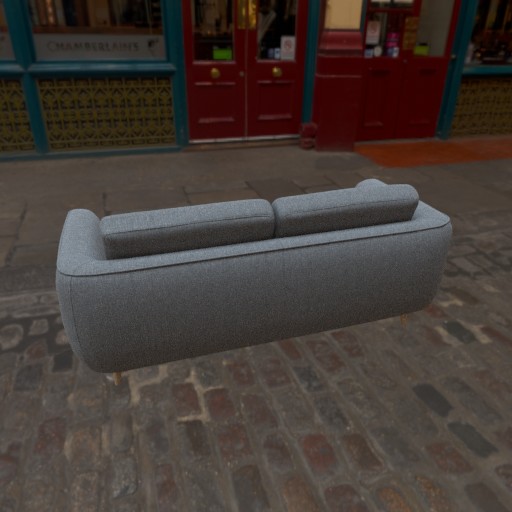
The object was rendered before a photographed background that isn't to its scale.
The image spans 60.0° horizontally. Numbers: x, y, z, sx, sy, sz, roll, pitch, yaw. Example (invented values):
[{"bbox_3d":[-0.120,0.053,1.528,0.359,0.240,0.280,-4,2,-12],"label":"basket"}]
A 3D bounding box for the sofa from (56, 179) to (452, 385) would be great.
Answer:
[{"bbox_3d":[0.000,0.000,2.476,2.000,0.870,0.920,-8,28,-16],"label":"sofa"}]
